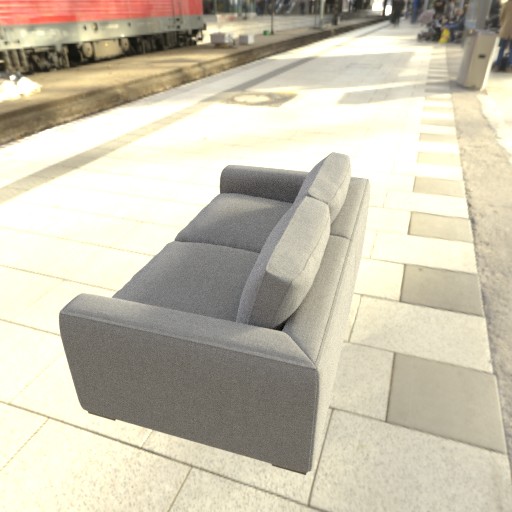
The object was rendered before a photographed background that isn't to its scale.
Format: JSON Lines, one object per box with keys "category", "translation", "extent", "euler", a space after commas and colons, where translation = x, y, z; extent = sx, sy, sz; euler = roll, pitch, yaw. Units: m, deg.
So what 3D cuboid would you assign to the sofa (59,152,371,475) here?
{"category": "sofa", "translation": [0.000, 0.000, 2.425], "extent": [1.069, 0.800, 1.920], "euler": [9, 31, 15]}
